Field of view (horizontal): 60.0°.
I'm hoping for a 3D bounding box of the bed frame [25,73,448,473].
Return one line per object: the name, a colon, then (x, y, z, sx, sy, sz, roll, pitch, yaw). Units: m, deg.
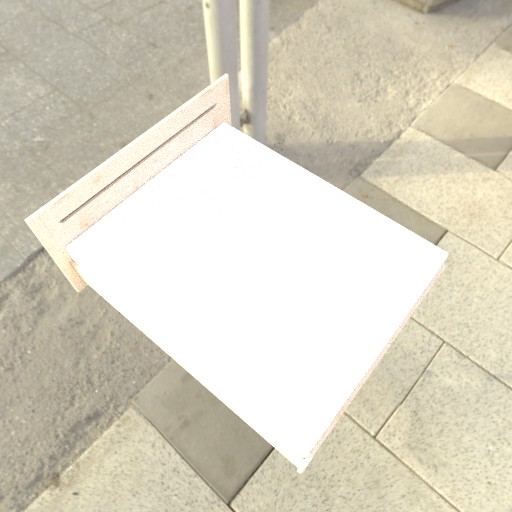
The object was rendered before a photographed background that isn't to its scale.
bed frame: (0.000, 0.000, 3.027, 2.080, 0.900, 1.800, 35, 64, 20)
